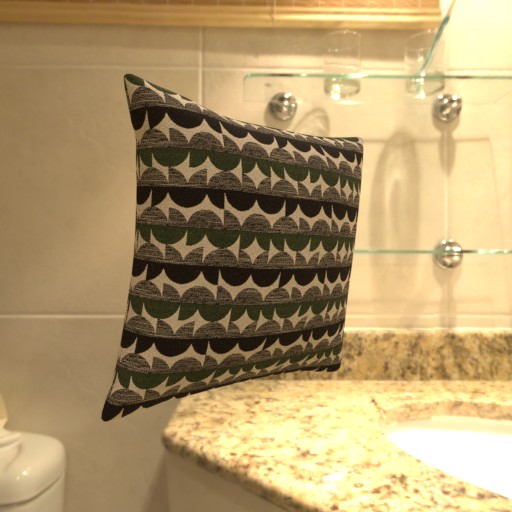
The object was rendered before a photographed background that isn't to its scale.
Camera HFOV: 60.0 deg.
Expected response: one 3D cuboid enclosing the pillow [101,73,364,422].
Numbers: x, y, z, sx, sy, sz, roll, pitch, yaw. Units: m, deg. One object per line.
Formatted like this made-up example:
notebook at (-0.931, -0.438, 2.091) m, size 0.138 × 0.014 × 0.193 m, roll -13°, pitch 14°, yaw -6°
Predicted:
pillow at (0.000, 0.000, 0.639) m, size 0.419 × 0.404 × 0.180 m, roll 1°, pitch -2°, yaw -38°
